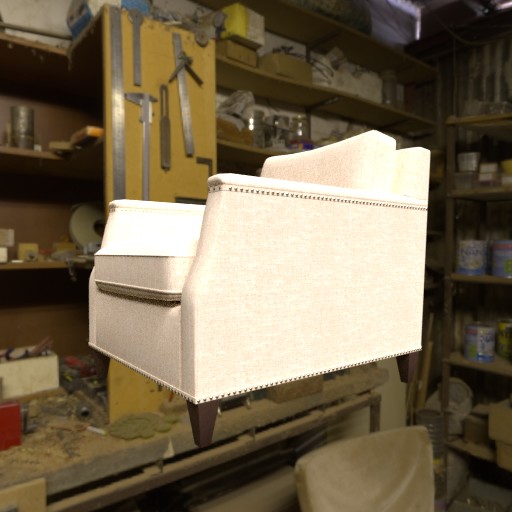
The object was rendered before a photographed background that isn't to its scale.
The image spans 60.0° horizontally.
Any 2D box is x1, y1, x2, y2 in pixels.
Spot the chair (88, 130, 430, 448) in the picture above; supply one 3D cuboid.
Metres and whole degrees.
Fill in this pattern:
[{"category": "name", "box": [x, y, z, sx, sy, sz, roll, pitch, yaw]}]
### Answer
[{"category": "chair", "box": [0.000, 0.000, 1.700, 1.041, 0.940, 0.838, 0, 1, -38]}]
